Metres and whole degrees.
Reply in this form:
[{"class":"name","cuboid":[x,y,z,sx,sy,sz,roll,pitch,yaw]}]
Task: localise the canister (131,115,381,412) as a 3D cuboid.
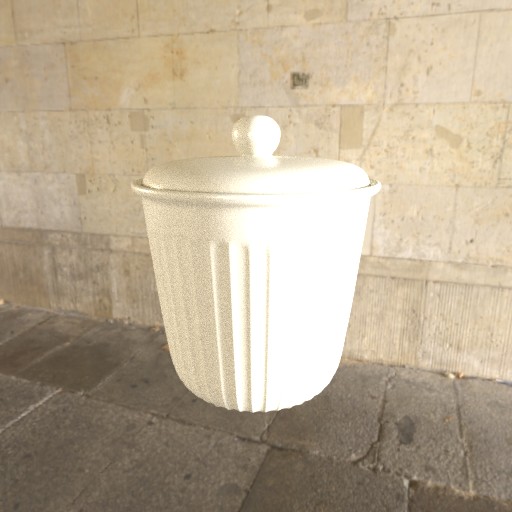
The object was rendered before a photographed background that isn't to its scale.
[{"class":"canister","cuboid":[0.000,0.000,0.347,0.181,0.211,0.181,0,15,0]}]
